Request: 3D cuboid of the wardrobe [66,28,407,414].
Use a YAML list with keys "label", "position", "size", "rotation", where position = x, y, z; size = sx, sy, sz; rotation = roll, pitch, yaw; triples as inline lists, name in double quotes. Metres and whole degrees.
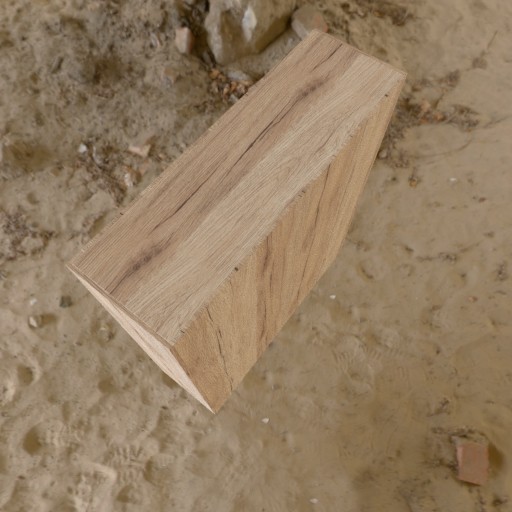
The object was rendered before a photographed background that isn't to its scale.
- label: "wardrobe"
  position: [0.000, 0.000, 2.973]
  size: [0.580, 2.070, 1.810]
  rotation: [35, 69, 15]
